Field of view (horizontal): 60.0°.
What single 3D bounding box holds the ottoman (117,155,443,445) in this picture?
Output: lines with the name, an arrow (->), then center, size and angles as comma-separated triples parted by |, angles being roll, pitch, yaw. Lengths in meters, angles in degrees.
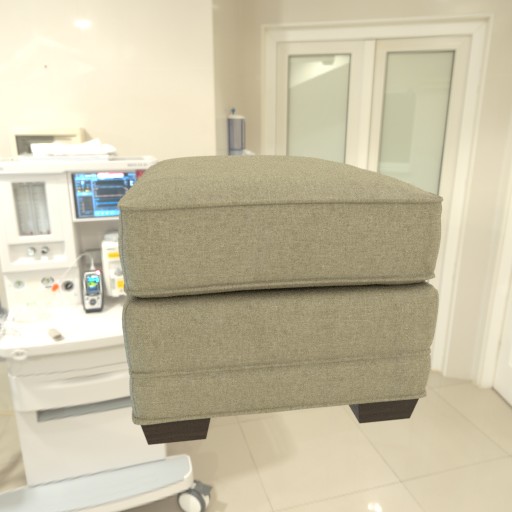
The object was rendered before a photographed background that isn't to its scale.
ottoman -> 0.000, 0.000, 1.190 | 0.611, 0.508, 0.848 | -2, 16, -8
